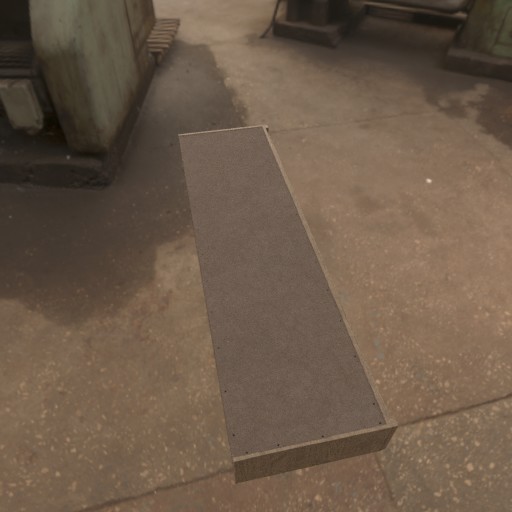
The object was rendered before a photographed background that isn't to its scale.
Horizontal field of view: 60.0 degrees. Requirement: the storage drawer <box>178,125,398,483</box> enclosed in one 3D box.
[{"bbox_3d":[0.000,0.000,2.318,0.591,0.274,2.072,-9,47,-8],"label":"storage drawer"}]
